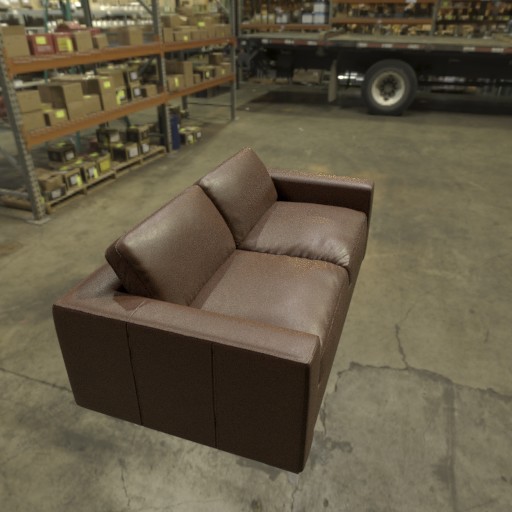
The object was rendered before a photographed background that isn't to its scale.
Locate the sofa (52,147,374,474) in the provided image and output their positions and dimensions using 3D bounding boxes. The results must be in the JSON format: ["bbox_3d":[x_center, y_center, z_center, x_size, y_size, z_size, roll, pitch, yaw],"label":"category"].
[{"bbox_3d":[0.000,0.000,2.435,1.070,0.800,1.920,10,30,17],"label":"sofa"}]
